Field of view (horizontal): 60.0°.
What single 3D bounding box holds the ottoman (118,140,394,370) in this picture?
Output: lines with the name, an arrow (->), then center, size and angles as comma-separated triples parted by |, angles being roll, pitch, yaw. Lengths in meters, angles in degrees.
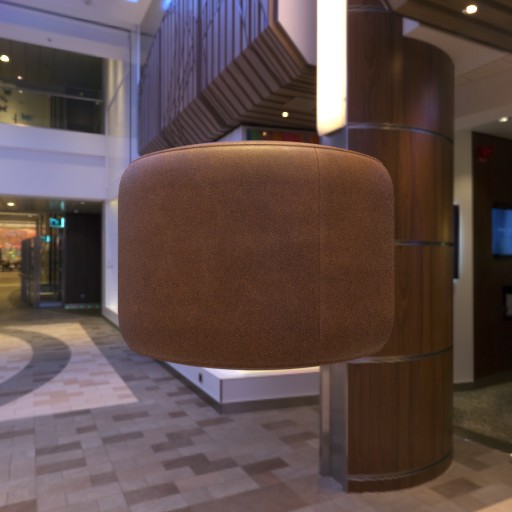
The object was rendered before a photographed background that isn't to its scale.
ottoman -> 0.000, 0.000, 1.020 | 0.607, 0.438, 0.607 | 0, 0, 0
